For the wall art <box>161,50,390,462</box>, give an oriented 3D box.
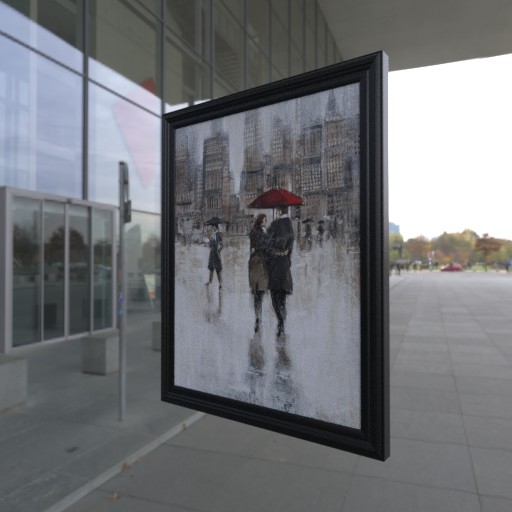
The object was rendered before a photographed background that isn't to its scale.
[{"bbox_3d":[0.000,0.000,1.581,0.950,1.194,0.053,-1,-1,36],"label":"wall art"}]
